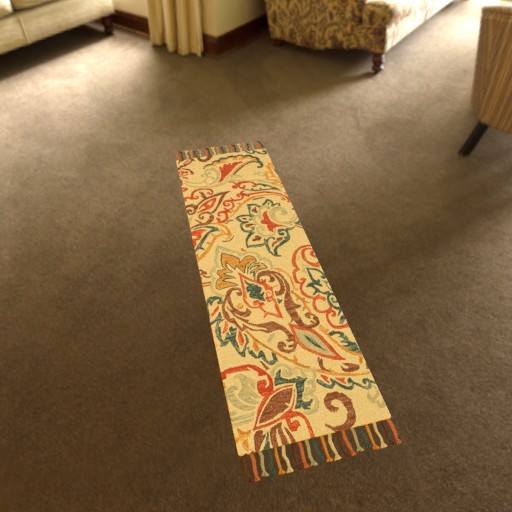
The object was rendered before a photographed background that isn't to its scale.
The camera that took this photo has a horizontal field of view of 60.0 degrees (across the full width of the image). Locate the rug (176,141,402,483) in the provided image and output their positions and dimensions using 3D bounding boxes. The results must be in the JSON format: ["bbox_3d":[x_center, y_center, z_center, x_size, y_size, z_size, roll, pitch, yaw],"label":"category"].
[{"bbox_3d":[0.000,0.000,2.917,0.763,0.015,2.682,-10,47,-10],"label":"rug"}]
